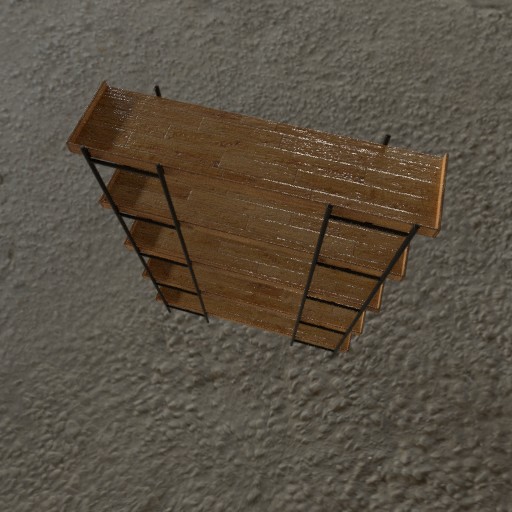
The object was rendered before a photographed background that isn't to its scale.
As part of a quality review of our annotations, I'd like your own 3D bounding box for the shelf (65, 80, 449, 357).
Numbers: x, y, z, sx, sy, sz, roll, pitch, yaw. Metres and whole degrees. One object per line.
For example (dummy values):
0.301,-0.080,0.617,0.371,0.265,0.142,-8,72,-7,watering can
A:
0.000,0.000,2.437,1.371,1.826,0.379,14,65,7,shelf
